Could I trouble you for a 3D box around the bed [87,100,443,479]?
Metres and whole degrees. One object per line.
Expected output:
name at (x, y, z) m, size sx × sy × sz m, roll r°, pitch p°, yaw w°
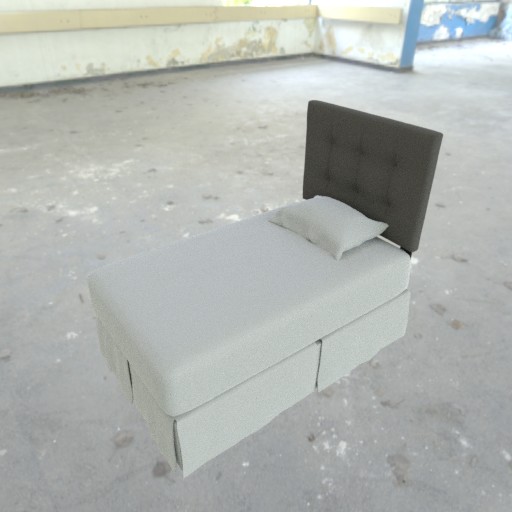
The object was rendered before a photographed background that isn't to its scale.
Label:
bed at (0.000, 0.000, 2.941) m, size 1.997 × 1.571 × 1.261 m, roll -21°, pitch 37°, yaw -30°
